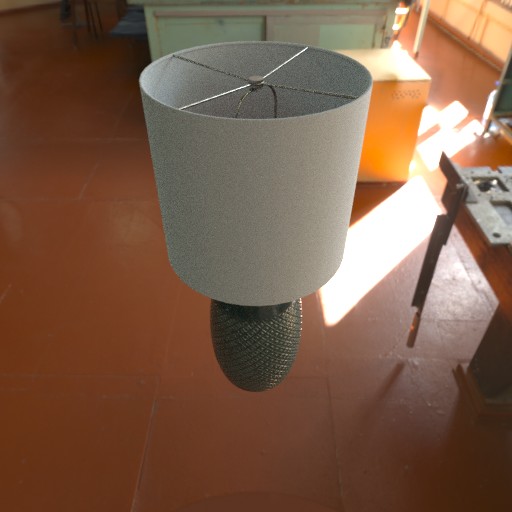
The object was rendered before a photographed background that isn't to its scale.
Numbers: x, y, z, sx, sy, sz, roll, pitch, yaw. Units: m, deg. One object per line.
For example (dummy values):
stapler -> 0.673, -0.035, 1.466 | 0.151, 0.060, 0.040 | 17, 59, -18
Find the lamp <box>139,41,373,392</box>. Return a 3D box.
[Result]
lamp -> 0.000, 0.000, 0.564 | 0.217, 0.453, 0.217 | 24, 46, 26
